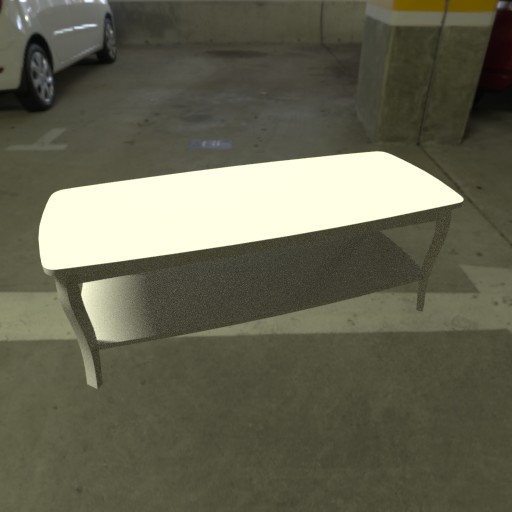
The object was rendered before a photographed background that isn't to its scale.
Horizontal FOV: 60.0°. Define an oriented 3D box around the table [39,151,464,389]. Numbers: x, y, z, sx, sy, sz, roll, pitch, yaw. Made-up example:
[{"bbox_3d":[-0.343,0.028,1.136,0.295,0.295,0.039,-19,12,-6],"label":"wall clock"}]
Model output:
[{"bbox_3d":[0.000,0.000,1.600,1.334,0.474,0.561,-10,34,-15],"label":"table"}]
